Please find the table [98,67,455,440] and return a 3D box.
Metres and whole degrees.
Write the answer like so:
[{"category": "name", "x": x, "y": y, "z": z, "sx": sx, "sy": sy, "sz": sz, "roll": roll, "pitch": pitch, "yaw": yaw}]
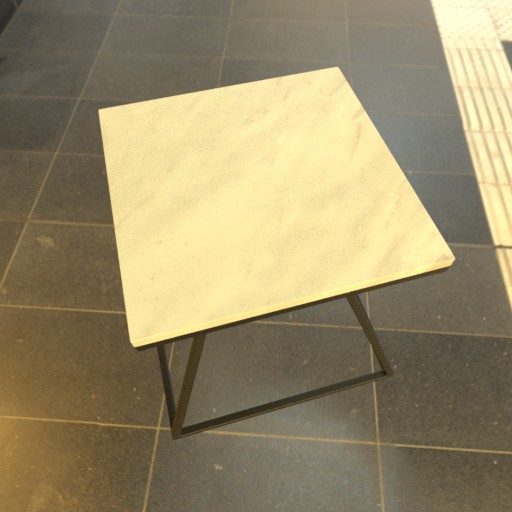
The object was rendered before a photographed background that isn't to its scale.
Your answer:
[{"category": "table", "x": 0.000, "y": 0.000, "z": 0.812, "sx": 0.455, "sy": 0.431, "sz": 0.455, "roll": -13, "pitch": 59, "yaw": -8}]
